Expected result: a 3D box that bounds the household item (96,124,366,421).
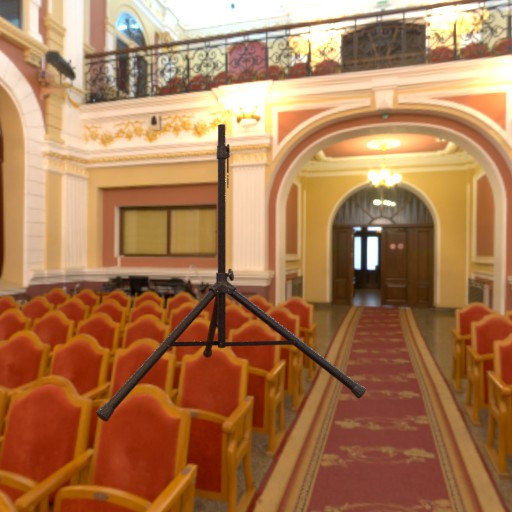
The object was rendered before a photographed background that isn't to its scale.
[{"bbox_3d":[0.000,0.000,1.886,0.907,1.136,1.045,0,0,16],"label":"household item"}]
